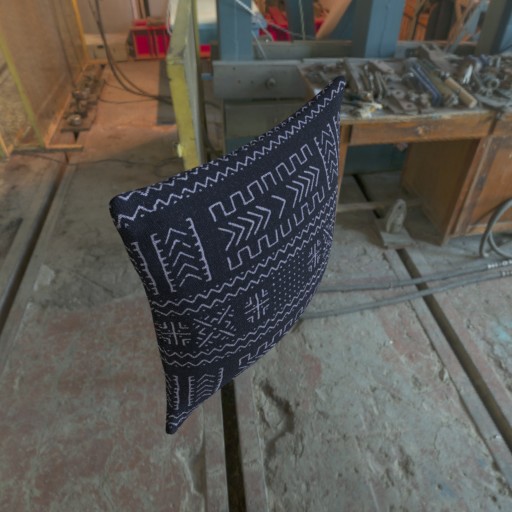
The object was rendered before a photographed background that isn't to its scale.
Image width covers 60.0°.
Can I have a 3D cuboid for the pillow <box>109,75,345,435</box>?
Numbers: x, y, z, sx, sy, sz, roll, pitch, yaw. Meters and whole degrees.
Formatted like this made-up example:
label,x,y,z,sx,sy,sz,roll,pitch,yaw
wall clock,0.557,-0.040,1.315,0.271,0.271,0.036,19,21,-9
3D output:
label,x,y,z,sx,sy,sz,roll,pitch,yaw
pillow,0.000,0.000,0.667,0.164,0.430,0.438,27,48,27
